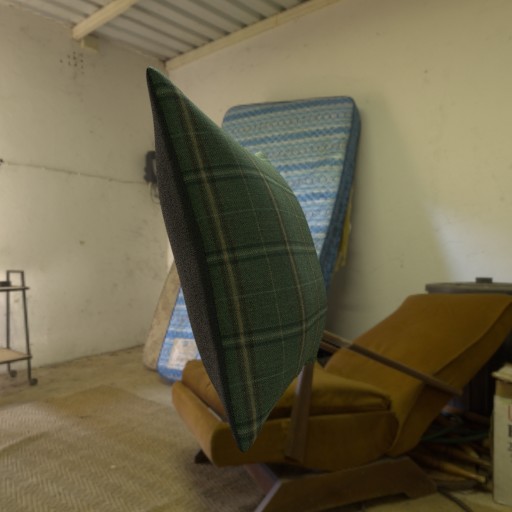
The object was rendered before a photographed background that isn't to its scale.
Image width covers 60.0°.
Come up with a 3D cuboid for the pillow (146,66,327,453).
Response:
[{"bbox_3d":[0.000,0.000,0.694,0.200,0.430,0.453,0,0,17],"label":"pillow"}]
